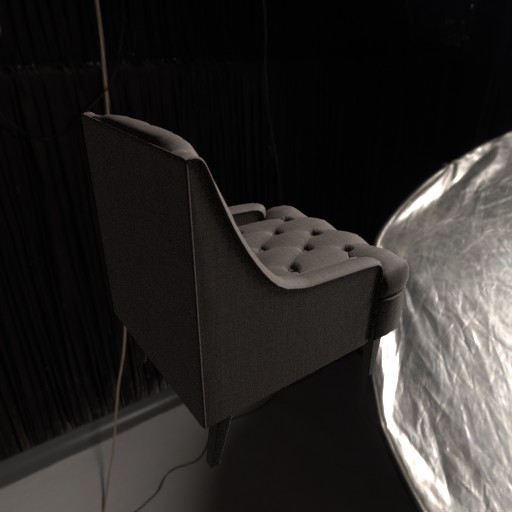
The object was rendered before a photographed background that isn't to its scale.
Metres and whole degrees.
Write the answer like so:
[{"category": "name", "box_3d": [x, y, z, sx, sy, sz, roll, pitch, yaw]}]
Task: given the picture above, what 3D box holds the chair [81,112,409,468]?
[{"category": "chair", "box_3d": [0.000, 0.000, 1.411, 0.771, 0.891, 0.655, -18, 32, -31]}]
